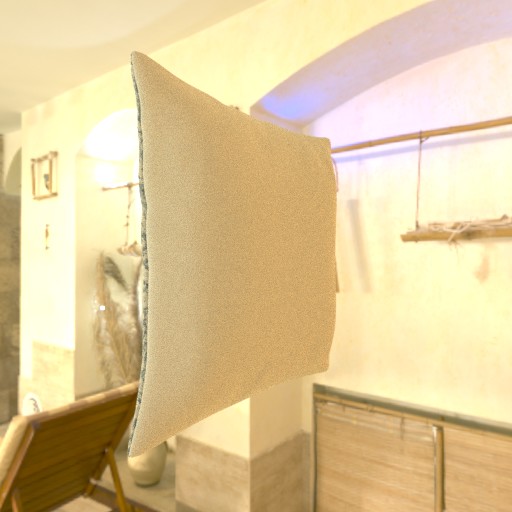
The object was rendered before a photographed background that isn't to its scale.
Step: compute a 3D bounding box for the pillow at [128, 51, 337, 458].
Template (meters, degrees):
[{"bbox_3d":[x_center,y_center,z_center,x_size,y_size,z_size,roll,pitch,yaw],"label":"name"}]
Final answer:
[{"bbox_3d":[0.000,0.000,0.761,0.166,0.510,0.523,0,0,37],"label":"pillow"}]
